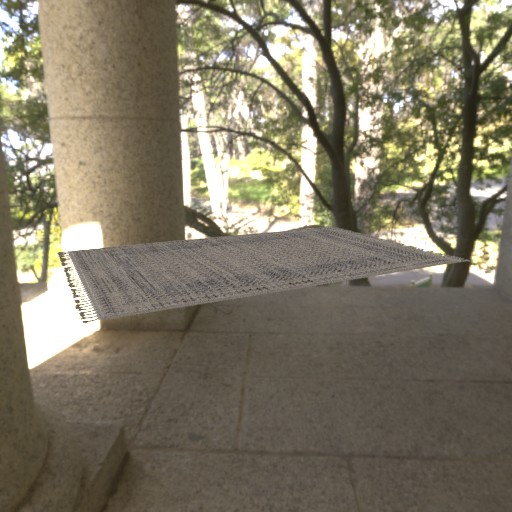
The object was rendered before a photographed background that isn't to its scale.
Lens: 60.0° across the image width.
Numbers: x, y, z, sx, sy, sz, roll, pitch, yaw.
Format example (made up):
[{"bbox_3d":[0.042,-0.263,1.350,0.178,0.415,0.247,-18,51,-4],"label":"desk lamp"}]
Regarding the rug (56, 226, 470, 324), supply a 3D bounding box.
[{"bbox_3d":[0.000,0.000,3.104,2.486,0.013,1.548,-7,15,-26],"label":"rug"}]
